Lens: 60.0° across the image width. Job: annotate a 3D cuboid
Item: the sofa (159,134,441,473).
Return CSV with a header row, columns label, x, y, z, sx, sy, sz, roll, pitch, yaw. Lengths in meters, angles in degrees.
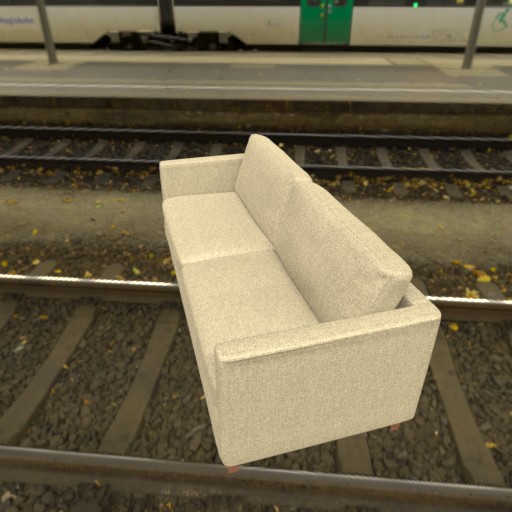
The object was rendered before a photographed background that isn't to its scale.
label,x,y,z,sx,sy,sz,roll,pitch,yaw
sofa,0.000,0.000,2.693,0.956,0.960,2.208,-8,32,-14
